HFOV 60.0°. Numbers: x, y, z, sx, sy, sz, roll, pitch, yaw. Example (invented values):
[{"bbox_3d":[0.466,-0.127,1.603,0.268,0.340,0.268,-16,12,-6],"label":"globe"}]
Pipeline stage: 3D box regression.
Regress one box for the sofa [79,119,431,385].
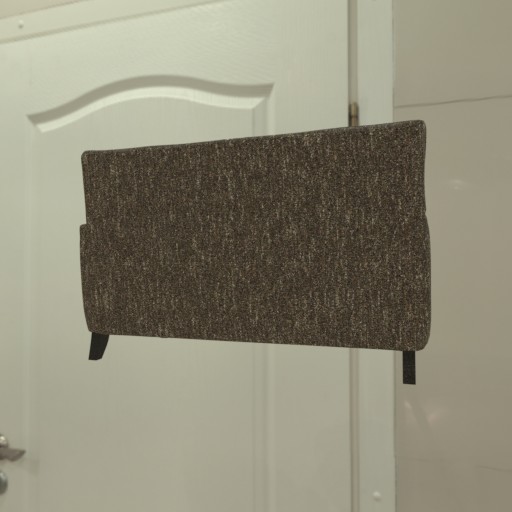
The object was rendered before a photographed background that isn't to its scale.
[{"bbox_3d":[0.000,0.000,2.102,1.519,0.946,0.801,0,-1,17],"label":"sofa"}]
